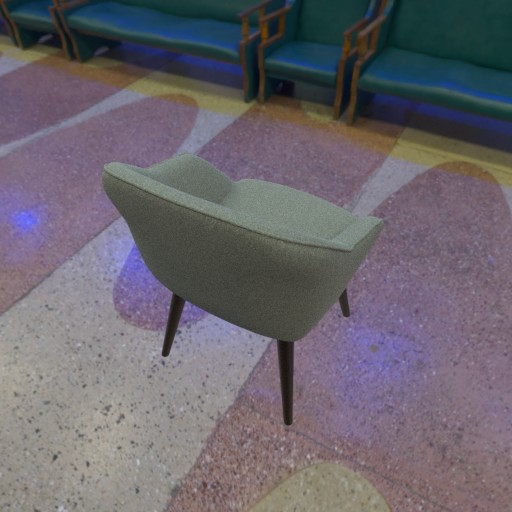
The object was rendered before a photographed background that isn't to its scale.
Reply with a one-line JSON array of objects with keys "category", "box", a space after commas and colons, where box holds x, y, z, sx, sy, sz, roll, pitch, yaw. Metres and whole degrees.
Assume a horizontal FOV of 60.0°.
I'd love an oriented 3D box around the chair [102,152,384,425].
[{"category": "chair", "box": [0.000, 0.000, 1.236, 0.589, 0.810, 0.611, 23, 50, 21]}]
